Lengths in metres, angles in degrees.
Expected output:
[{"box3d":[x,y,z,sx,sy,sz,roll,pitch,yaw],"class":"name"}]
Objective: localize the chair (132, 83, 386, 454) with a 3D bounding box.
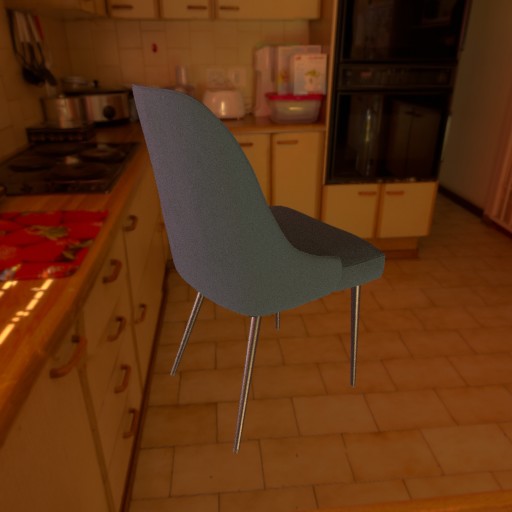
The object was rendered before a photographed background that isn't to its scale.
[{"box3d":[0.000,0.000,1.215,0.559,0.896,0.478,-17,30,-32],"class":"chair"}]
